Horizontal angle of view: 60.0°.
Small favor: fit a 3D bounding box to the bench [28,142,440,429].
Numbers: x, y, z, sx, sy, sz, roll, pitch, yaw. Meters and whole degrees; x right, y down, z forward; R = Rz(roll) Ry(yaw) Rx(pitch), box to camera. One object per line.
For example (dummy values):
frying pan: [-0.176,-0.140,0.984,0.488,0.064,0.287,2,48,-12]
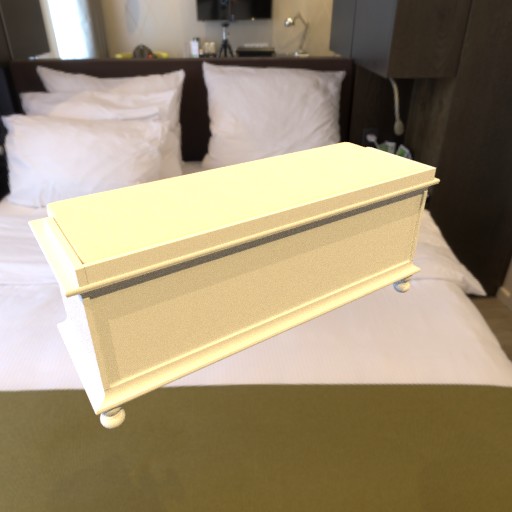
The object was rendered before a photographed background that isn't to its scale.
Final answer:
bench: [0.000,0.000,1.412,1.185,0.486,0.402,-18,34,-29]
